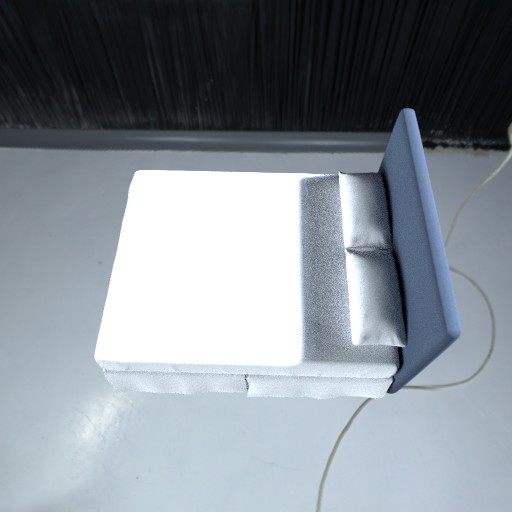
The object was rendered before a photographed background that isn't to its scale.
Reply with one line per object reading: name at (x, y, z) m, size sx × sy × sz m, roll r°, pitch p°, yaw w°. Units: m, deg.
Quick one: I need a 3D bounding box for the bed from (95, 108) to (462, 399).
bed at (0.000, 0.000, 3.199) m, size 2.162 × 1.330 × 1.713 m, roll 1°, pitch 60°, yaw 1°
